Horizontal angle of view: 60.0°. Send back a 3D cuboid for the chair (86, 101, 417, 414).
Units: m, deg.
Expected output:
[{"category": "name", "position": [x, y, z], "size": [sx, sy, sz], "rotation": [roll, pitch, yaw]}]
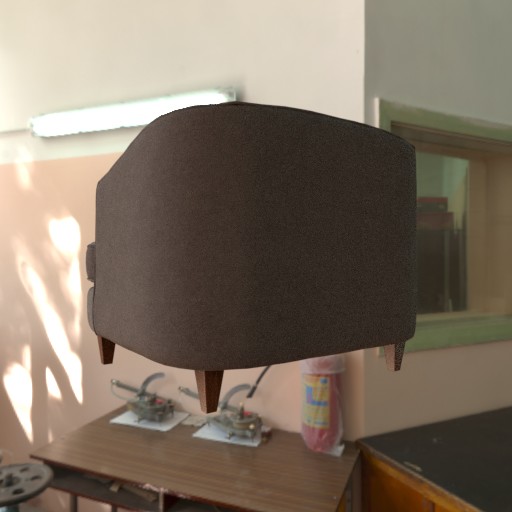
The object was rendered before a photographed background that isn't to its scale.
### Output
[{"category": "chair", "position": [0.000, 0.000, 1.734], "size": [1.104, 0.852, 0.941], "rotation": [0, 0, -34]}]
